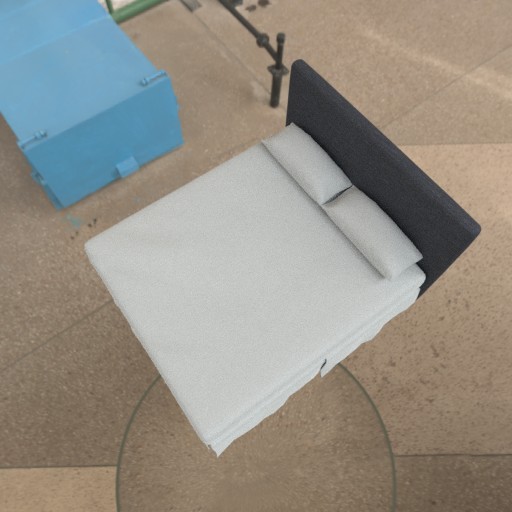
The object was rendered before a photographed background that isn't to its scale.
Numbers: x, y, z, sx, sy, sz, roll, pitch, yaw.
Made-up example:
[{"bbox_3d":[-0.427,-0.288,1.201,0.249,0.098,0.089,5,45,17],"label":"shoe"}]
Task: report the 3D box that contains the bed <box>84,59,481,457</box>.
[{"bbox_3d":[0.000,0.000,3.323,2.142,1.330,1.884,-33,69,-15],"label":"bed"}]
